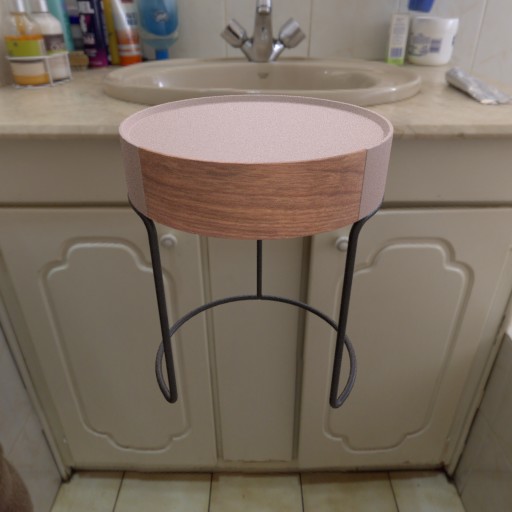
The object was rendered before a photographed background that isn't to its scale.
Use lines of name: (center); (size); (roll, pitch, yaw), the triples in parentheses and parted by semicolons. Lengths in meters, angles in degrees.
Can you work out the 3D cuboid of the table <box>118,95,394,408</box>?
table: (0.000, 0.000, 0.880); (0.450, 0.530, 0.450); (0, 30, 0)
